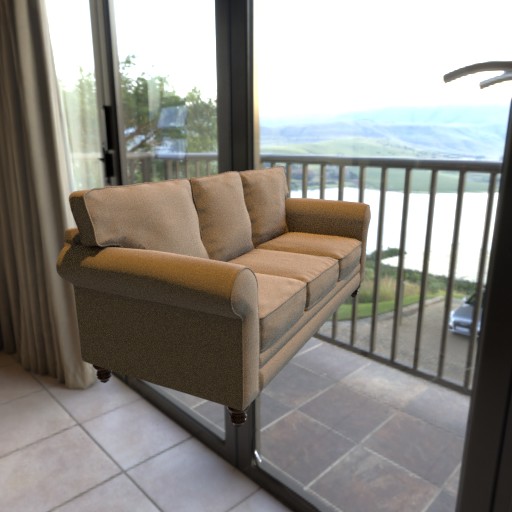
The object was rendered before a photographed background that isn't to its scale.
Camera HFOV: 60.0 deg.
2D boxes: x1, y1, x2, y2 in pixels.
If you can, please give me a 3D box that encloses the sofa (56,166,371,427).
[{"bbox_3d":[0.000,0.000,2.650,0.916,0.961,2.084,7,16,26],"label":"sofa"}]
